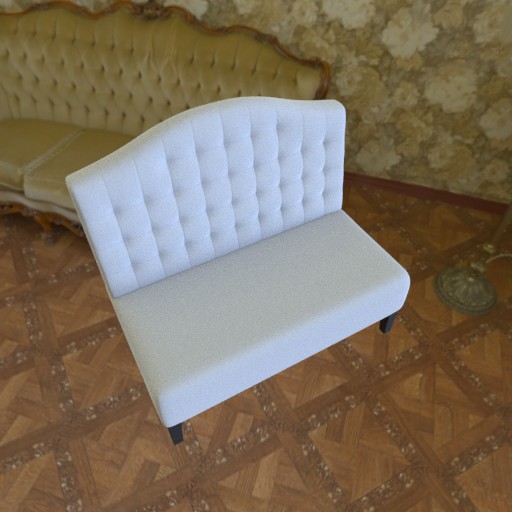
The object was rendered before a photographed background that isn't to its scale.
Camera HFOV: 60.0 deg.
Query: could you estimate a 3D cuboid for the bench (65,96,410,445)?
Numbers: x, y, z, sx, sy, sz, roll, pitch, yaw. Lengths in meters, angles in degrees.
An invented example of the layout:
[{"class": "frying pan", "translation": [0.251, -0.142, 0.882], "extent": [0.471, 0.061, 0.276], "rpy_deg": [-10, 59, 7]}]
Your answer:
[{"class": "bench", "translation": [0.000, 0.000, 2.076], "extent": [1.335, 1.180, 0.815], "rpy_deg": [-22, 50, -20]}]
